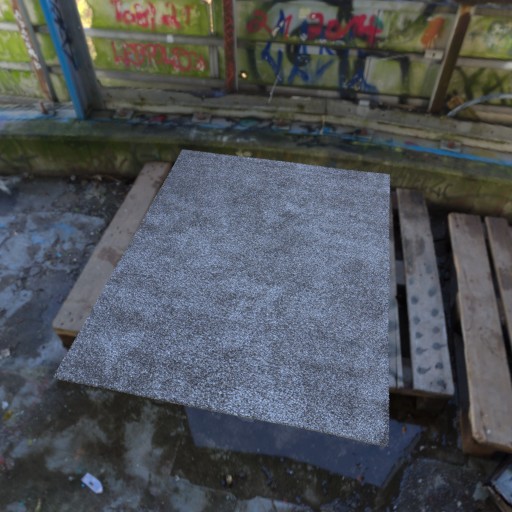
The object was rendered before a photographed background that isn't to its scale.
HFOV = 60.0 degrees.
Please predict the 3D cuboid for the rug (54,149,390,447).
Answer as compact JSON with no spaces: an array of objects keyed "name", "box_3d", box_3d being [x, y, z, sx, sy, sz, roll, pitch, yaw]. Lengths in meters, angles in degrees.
[{"name":"rug","box_3d":[0.000,0.000,4.073,2.401,0.025,3.000,9,48,8]}]
